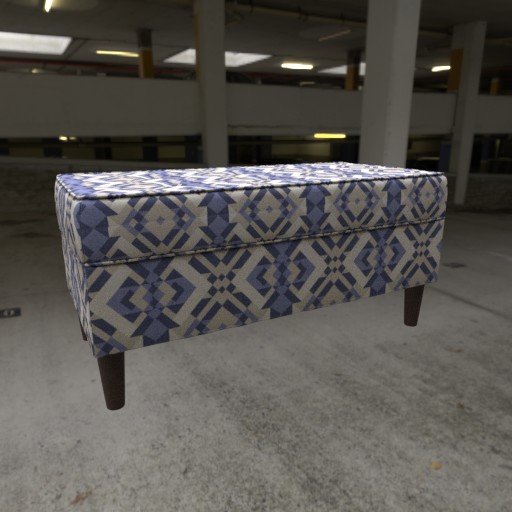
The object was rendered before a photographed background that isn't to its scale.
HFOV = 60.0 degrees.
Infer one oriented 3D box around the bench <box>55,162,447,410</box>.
[{"bbox_3d":[0.000,0.000,1.293,1.016,0.477,0.492,-8,18,-27],"label":"bench"}]
